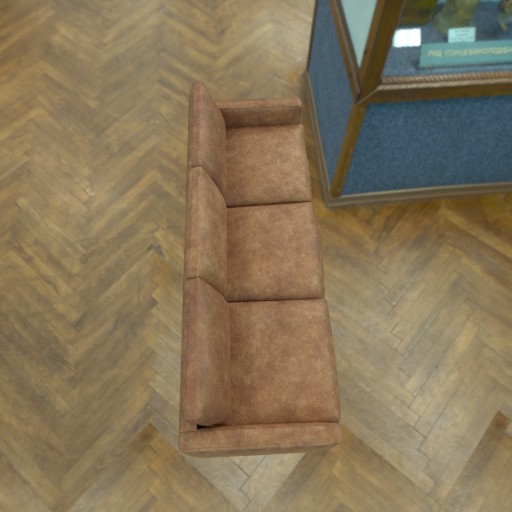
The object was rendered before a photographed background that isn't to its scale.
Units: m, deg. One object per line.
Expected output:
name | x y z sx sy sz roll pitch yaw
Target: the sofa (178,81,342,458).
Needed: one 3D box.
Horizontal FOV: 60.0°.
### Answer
sofa | 0.000 0.000 2.479 0.748 0.863 2.029 -2 64 -1
